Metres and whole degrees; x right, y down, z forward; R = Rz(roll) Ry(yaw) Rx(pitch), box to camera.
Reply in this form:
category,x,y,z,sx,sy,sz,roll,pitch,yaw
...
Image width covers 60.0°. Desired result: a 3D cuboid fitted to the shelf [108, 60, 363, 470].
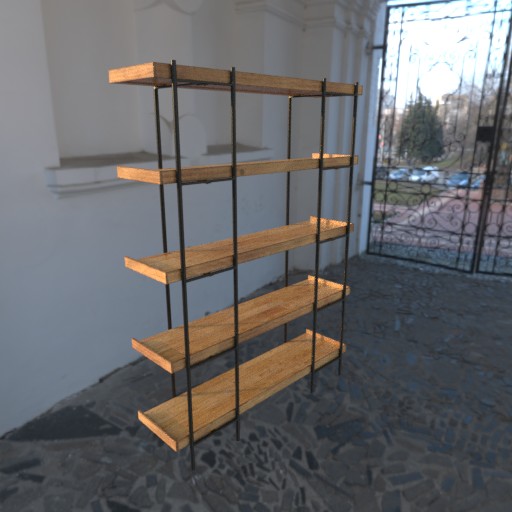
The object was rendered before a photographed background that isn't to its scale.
category,x,y,z,sx,sy,sz,roll,pitch,yaw
shelf,0.000,0.000,2.420,1.371,1.826,0.379,-15,22,-42
